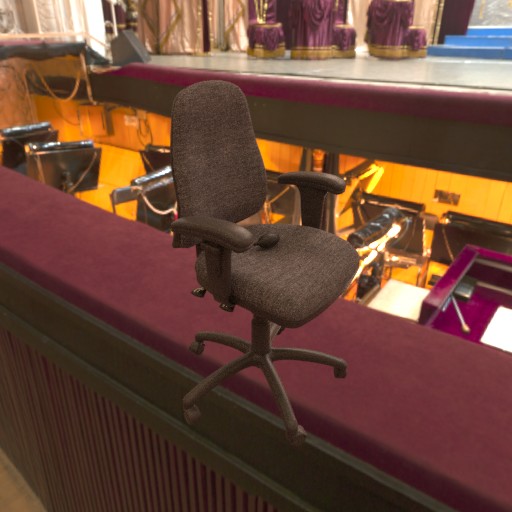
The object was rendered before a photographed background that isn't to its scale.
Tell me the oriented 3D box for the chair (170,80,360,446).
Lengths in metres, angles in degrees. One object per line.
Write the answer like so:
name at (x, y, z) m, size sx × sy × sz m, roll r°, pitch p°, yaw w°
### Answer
chair at (0.000, 0.000, 1.255) m, size 0.530 × 0.910 × 0.550 m, roll 18°, pitch 32°, yaw 31°
